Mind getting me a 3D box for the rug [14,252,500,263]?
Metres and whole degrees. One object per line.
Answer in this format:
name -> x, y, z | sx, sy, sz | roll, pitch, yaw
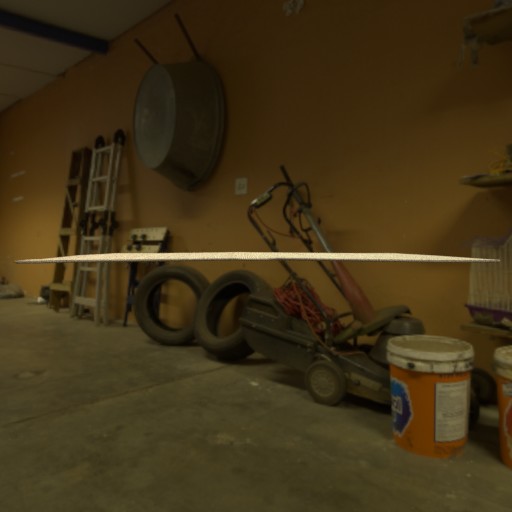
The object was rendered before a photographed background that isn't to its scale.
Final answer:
rug -> 0.000, 0.000, 2.916 | 2.342, 0.030, 1.609 | 0, 2, -1
